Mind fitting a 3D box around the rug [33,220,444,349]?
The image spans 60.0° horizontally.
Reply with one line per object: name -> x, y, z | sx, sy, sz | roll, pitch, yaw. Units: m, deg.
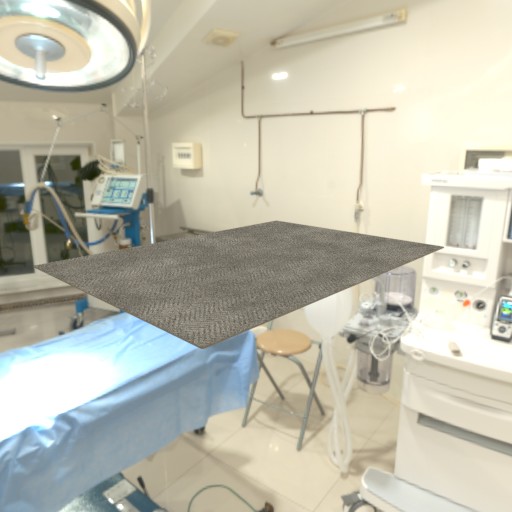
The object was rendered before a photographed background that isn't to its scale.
rug -> 0.000, 0.000, 2.928 | 1.600, 0.008, 2.235 | 13, 19, 42
